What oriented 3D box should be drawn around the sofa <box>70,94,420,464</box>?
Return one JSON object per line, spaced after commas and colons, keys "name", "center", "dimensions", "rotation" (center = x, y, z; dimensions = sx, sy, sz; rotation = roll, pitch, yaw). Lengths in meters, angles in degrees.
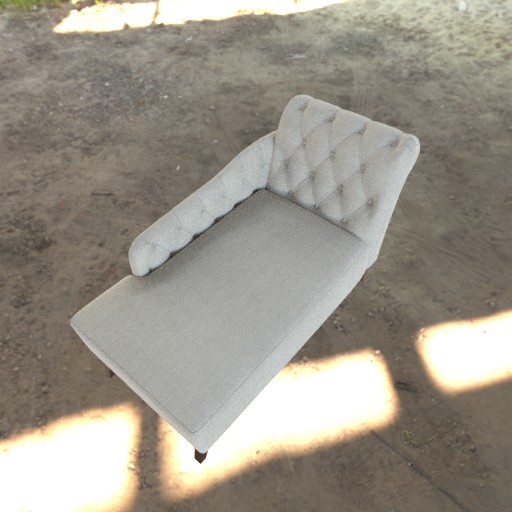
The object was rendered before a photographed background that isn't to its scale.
{"name": "sofa", "center": [0.000, 0.000, 1.837], "dimensions": [0.675, 0.787, 1.379], "rotation": [32, 54, 26]}
